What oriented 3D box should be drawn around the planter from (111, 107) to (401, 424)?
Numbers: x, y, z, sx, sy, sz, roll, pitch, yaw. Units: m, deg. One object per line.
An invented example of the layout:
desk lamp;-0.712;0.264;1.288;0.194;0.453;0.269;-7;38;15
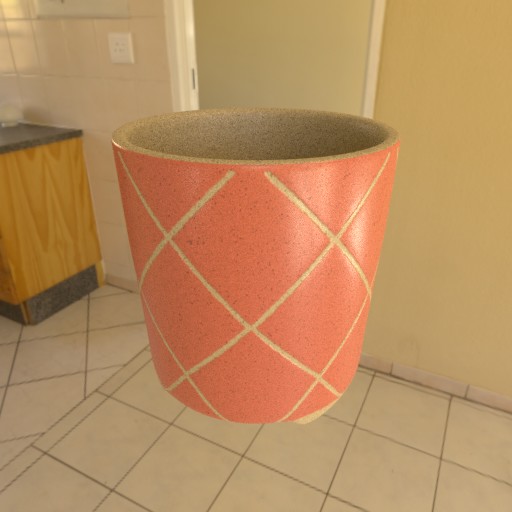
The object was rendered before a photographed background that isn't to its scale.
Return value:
planter;0.000;0.000;0.413;0.227;0.235;0.227;0;26;0
